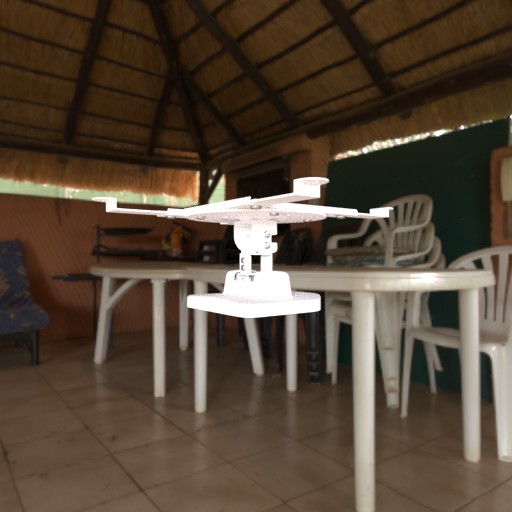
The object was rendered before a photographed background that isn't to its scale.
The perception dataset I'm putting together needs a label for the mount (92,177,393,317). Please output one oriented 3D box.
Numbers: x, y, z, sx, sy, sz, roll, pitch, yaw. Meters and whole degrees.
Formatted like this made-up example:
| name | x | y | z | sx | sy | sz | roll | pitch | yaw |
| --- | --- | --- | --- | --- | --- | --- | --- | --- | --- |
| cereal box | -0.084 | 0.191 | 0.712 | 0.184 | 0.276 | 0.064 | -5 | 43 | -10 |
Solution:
| name | x | y | z | sx | sy | sz | roll | pitch | yaw |
| --- | --- | --- | --- | --- | --- | --- | --- | --- | --- |
| mount | 0.000 | 0.000 | 0.604 | 0.394 | 0.141 | 0.394 | 0 | 0 | -37 |
